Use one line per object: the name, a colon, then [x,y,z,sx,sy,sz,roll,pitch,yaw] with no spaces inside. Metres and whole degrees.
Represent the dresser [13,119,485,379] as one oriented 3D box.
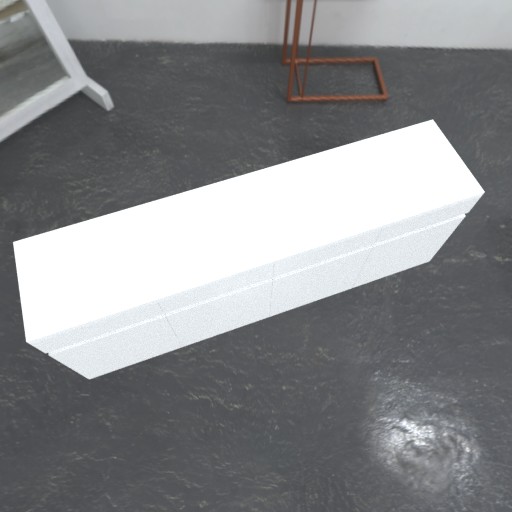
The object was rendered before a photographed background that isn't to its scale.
dresser: [0.000,0.000,2.481,2.200,0.840,0.500,-18,65,-9]
